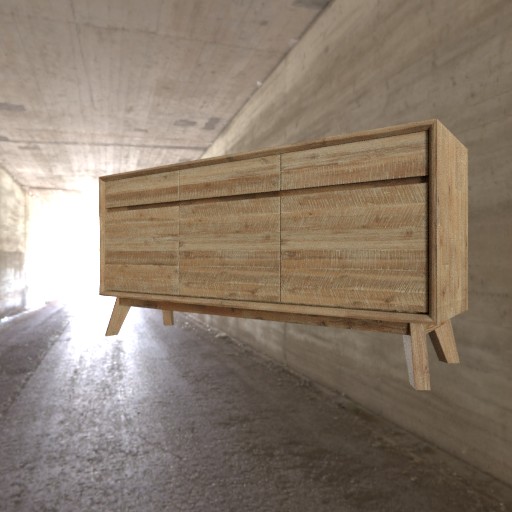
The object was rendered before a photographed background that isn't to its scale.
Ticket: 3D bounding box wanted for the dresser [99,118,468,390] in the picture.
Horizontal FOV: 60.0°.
[{"bbox_3d":[0.000,0.000,1.921,1.602,0.788,0.455,0,0,36],"label":"dresser"}]
